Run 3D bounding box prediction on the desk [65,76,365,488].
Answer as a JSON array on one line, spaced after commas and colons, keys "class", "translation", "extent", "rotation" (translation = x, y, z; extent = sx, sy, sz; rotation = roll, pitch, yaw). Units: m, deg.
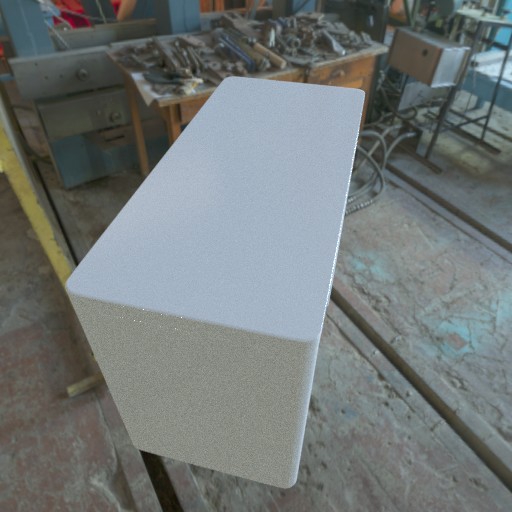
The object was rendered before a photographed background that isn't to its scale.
[{"class": "desk", "translation": [0.000, 0.000, 1.559], "extent": [0.550, 0.760, 1.200], "rotation": [10, 44, 10]}]
